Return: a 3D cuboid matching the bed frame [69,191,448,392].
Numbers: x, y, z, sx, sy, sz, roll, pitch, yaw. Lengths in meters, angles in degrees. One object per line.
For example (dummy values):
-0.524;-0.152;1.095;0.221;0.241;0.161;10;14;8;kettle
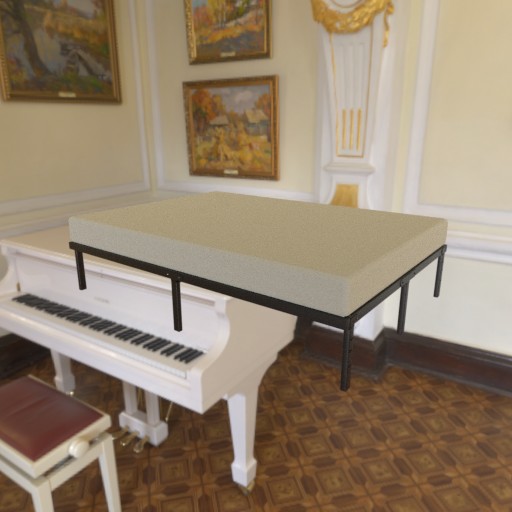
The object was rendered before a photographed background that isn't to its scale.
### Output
0.000;0.000;3.819;2.842;0.680;2.205;16;23;42;bed frame
